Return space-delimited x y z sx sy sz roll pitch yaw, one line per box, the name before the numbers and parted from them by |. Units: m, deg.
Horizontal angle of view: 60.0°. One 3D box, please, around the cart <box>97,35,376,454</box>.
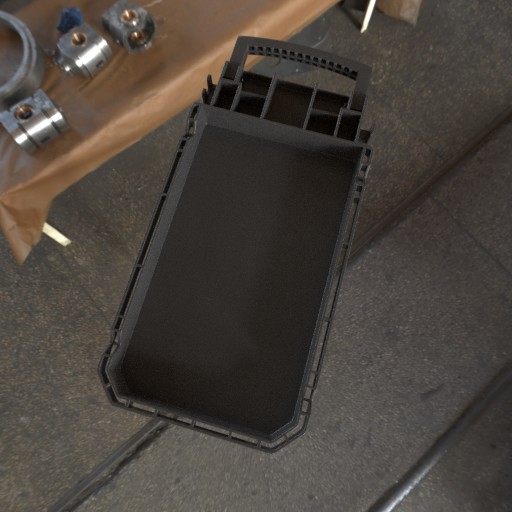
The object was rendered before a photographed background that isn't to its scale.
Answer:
cart | 0.000 0.000 1.536 0.497 0.884 1.061 15 76 4
